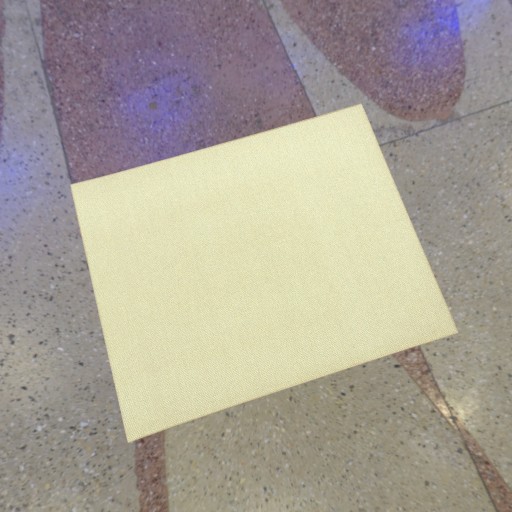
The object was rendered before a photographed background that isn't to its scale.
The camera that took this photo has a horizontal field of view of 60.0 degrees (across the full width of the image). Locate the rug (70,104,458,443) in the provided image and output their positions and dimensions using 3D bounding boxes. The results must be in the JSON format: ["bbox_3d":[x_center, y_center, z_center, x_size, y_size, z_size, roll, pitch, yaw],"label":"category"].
[{"bbox_3d":[0.000,0.000,4.145,3.039,0.018,2.462,-17,76,-4],"label":"rug"}]
